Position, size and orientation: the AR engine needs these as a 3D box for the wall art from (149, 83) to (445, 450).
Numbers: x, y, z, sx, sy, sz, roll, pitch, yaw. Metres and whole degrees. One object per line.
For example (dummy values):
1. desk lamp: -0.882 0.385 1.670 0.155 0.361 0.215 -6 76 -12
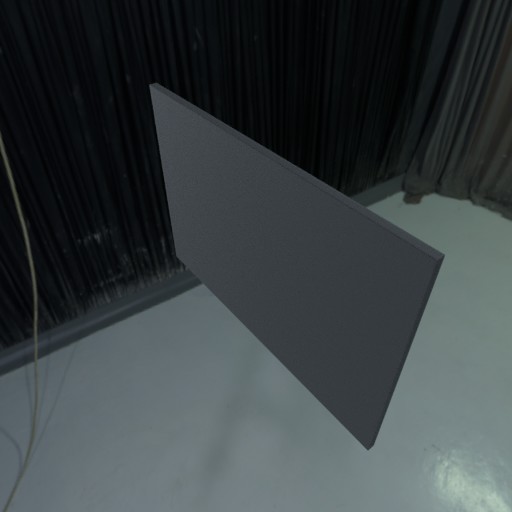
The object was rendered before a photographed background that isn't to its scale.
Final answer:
1. wall art: 0.000 0.000 1.215 0.049 0.659 0.964 -26 48 -27
